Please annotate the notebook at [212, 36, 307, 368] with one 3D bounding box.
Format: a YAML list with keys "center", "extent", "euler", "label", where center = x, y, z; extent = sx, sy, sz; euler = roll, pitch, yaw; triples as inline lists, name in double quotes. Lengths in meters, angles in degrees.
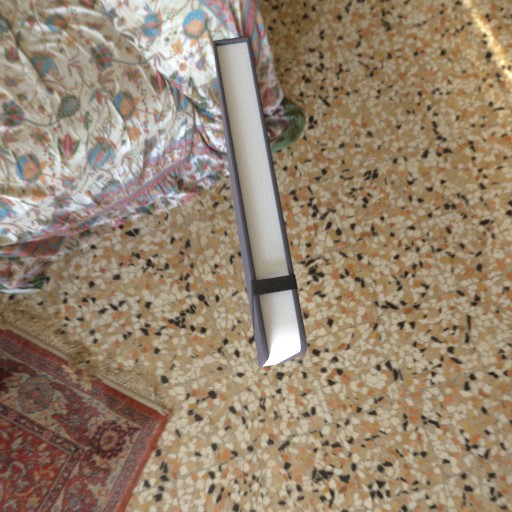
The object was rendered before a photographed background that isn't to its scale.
- center: [0.000, 0.000, 0.265]
  extent: [0.016, 0.213, 0.127]
  euler: [-9, 75, -2]
  label: "notebook"
